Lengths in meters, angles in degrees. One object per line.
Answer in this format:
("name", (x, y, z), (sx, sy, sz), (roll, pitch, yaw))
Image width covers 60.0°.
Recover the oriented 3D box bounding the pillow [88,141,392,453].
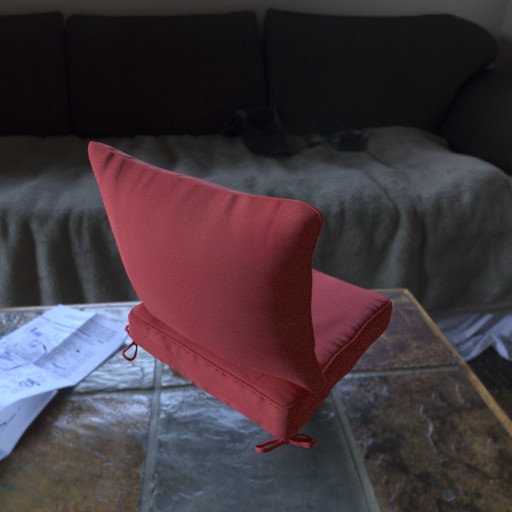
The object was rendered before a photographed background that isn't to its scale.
("pillow", (0.000, 0.000, 1.403), (0.798, 0.725, 0.733), (21, 36, 33))
